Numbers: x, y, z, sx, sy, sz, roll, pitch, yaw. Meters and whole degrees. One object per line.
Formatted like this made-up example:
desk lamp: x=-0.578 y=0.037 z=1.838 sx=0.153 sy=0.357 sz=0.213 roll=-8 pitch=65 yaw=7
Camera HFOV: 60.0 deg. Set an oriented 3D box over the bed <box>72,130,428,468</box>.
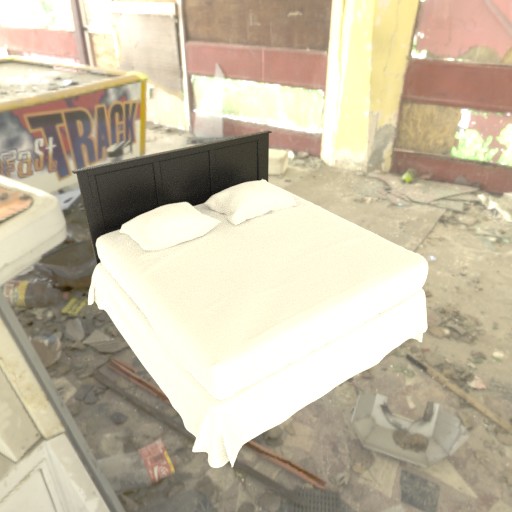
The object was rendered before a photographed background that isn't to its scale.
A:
bed: x=0.000 y=0.000 z=3.646 sx=2.315 sy=1.271 sz=2.219 roll=-21 pitch=37 yaw=-31
